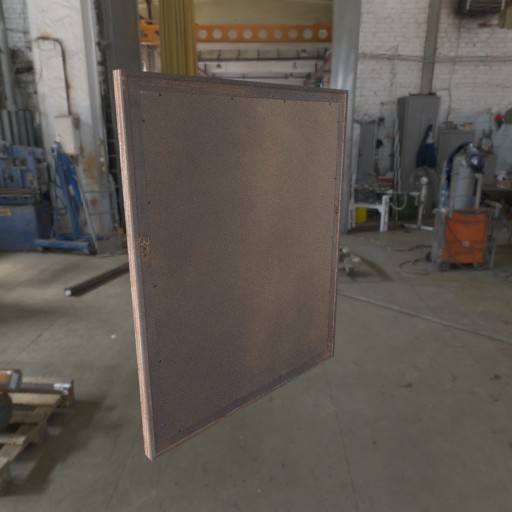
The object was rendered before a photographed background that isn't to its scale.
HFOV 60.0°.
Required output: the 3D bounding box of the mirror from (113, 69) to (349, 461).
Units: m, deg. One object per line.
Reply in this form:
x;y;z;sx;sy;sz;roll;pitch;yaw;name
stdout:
0.000;0.000;1.205;0.730;0.882;0.032;-15;22;-42;mirror
